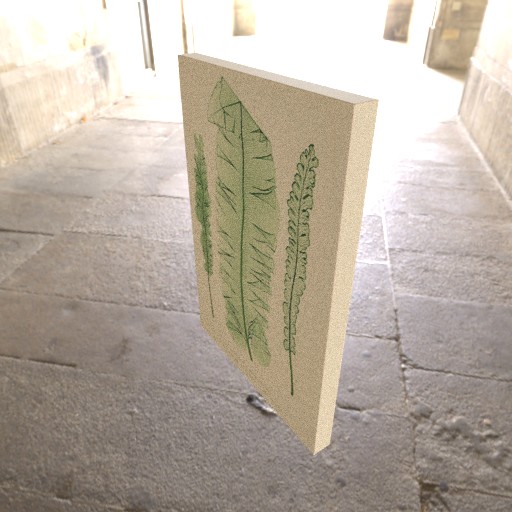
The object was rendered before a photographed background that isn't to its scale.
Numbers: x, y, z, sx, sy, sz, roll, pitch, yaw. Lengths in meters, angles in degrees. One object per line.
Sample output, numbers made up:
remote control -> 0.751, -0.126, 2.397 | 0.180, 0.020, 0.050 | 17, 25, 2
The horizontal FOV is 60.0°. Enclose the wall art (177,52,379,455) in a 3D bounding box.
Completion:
wall art -> 0.000, 0.000, 0.781 | 0.038, 0.608, 0.418 | -20, 38, -29
